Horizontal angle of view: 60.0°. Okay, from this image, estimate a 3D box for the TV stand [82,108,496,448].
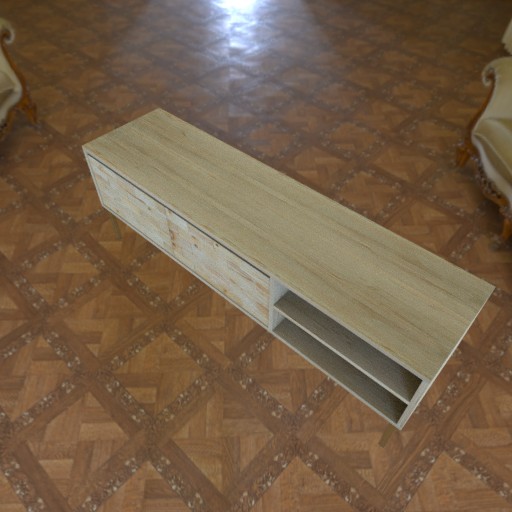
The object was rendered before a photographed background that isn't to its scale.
[{"bbox_3d":[0.000,0.000,1.818,1.600,0.550,0.420,34,56,27],"label":"TV stand"}]
